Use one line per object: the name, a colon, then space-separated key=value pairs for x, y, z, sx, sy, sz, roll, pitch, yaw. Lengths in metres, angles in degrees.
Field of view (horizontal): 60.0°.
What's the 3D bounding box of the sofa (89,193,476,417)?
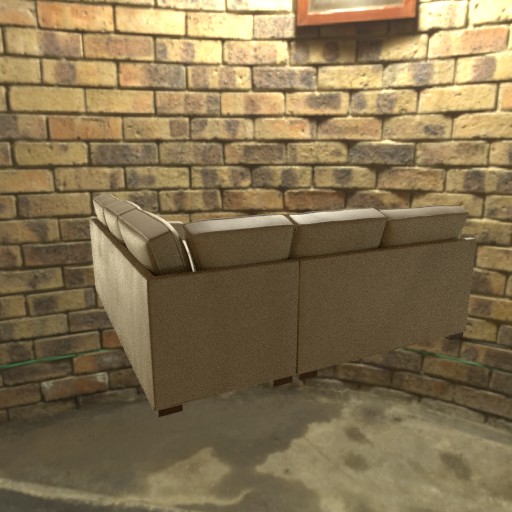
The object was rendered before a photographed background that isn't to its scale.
sofa: x=0.000 y=0.000 z=3.445 sx=2.182 sy=0.939 sz=2.189 roll=-7 pitch=15 yaw=-26
